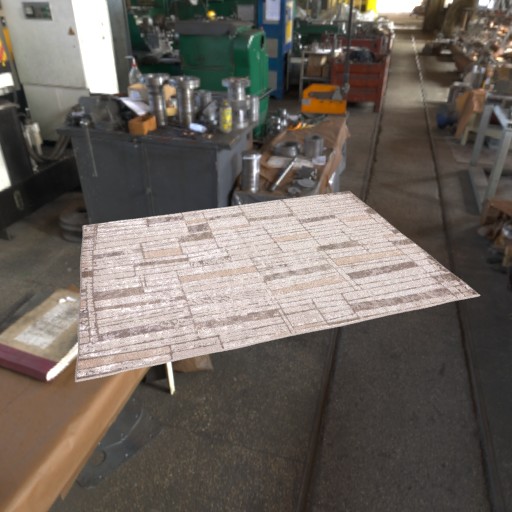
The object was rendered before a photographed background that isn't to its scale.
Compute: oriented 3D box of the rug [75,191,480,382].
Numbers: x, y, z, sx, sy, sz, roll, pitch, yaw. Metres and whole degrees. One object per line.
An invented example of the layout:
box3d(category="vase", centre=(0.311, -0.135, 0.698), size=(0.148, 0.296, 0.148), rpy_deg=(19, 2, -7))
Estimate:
box3d(category="rug", centre=(0.000, 0.000, 4.445), size=(3.357, 0.019, 2.449), rpy_deg=(-9, 32, -15))
